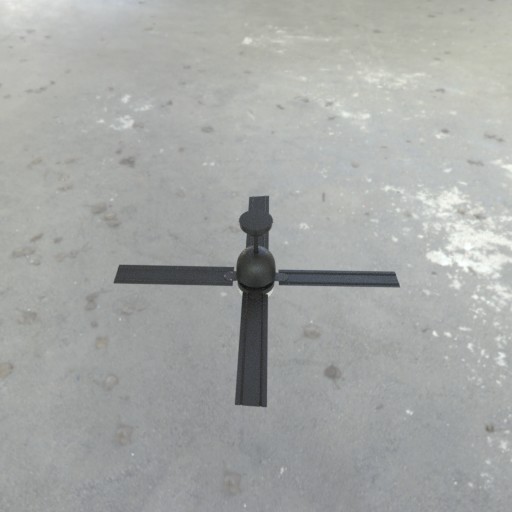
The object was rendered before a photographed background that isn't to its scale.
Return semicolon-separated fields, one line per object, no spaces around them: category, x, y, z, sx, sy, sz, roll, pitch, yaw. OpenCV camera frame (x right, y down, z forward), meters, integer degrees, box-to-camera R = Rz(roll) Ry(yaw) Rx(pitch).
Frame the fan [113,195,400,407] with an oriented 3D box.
fan;0.000;0.000;1.988;1.319;0.410;1.319;0;42;0
